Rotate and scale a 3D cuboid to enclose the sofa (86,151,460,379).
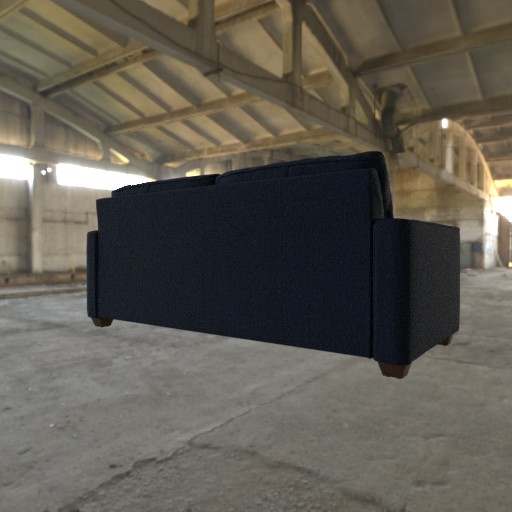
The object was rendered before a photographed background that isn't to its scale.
[{"bbox_3d":[0.000,0.000,2.598,2.080,0.919,0.940,1,1,36],"label":"sofa"}]
